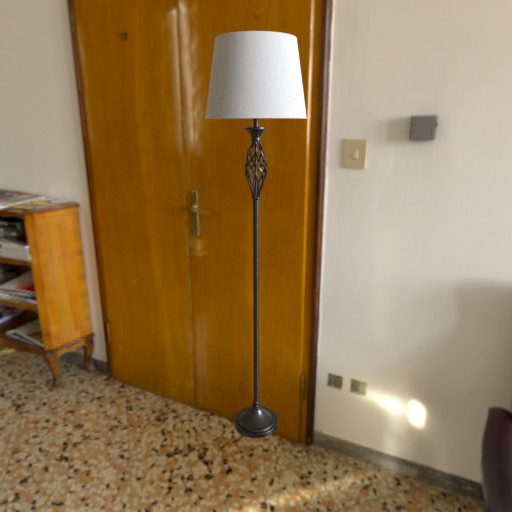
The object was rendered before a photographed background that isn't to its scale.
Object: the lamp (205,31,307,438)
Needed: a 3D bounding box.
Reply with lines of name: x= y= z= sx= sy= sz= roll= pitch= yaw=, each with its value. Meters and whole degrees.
lamp: x=0.000 y=0.000 z=1.821 sx=0.379 sy=1.623 sz=0.379 roll=0 pitch=17 yaw=0
